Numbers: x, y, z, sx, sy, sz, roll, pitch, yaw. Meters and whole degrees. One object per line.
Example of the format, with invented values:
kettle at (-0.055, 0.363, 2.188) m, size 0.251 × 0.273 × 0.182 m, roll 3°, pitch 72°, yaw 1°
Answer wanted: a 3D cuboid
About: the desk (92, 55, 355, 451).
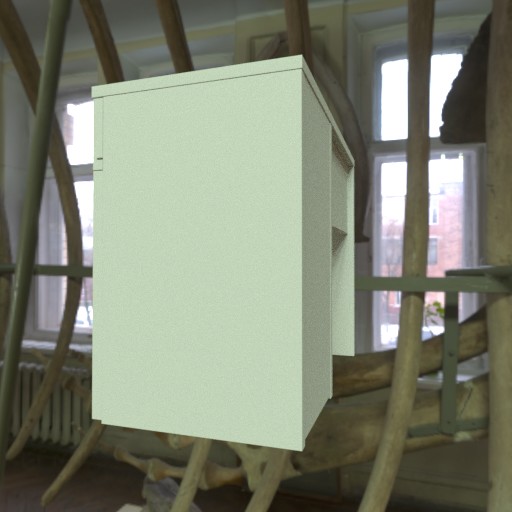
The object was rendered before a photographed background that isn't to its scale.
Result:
desk at (0.000, 0.000, 1.316) m, size 0.482 × 0.730 × 0.898 m, roll 0°, pitch -1°, yaw 19°
